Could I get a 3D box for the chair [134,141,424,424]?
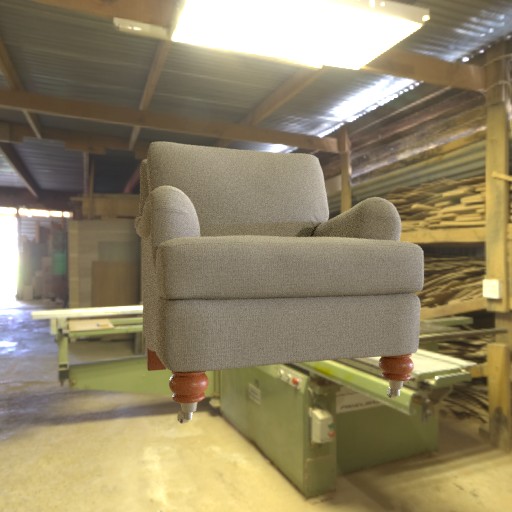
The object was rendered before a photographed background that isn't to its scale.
[{"bbox_3d":[0.000,0.000,1.868,0.955,1.038,1.070,0,-1,-19],"label":"chair"}]
